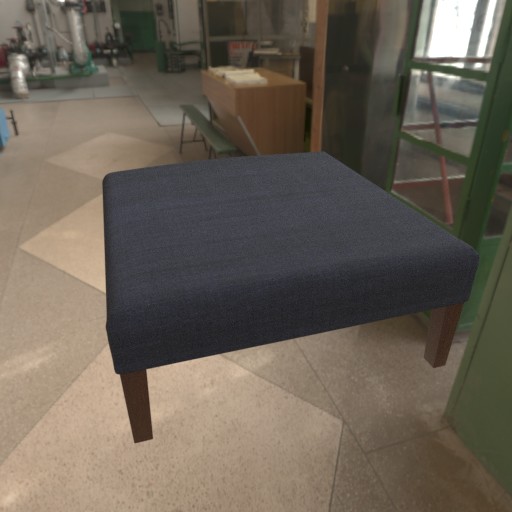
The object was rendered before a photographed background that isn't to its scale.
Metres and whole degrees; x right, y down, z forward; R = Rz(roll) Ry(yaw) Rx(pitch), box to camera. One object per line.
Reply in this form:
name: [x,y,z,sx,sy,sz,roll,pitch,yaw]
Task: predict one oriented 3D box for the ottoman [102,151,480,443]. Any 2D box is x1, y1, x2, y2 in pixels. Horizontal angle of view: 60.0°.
ottoman: [0.000,0.000,1.414,0.890,0.411,0.889,-9,31,-15]
